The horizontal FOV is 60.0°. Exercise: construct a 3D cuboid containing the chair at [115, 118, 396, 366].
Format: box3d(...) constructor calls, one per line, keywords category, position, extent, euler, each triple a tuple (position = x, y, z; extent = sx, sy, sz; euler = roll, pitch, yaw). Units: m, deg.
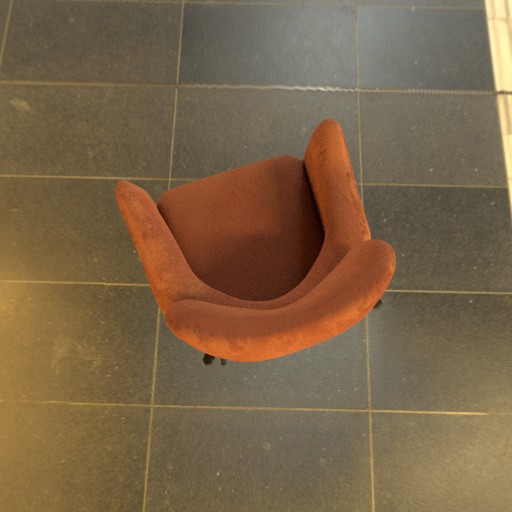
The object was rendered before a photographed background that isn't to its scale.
box3d(category="chair", position=(0.000, 0.000, 1.143), extent=(0.561, 0.772, 0.523), euler=(-18, 76, -4))
